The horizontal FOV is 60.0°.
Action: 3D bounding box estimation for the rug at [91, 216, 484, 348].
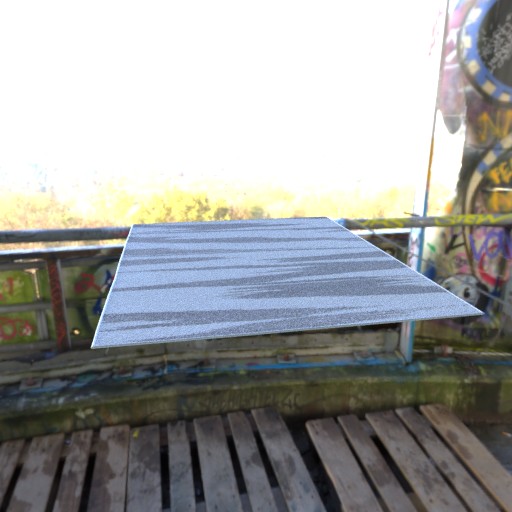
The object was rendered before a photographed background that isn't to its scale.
[{"bbox_3d":[0.000,0.000,3.931,2.353,0.014,2.945,-3,17,-10],"label":"rug"}]
